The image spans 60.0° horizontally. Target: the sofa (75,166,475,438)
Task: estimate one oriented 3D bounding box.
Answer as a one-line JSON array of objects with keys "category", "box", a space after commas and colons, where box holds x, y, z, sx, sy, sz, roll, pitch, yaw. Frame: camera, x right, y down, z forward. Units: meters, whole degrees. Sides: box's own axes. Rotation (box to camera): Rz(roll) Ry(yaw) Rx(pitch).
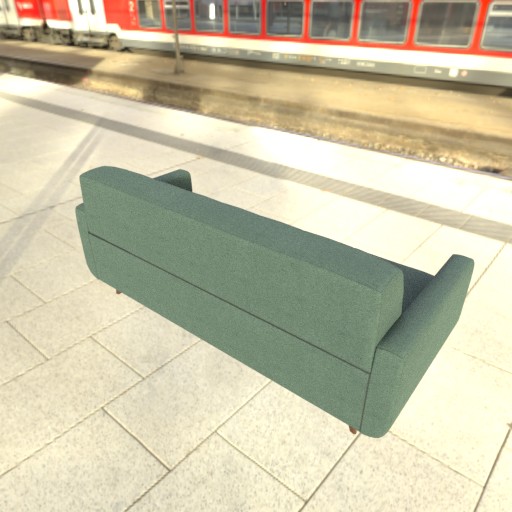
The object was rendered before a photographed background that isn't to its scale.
[{"category": "sofa", "box": [0.000, 0.000, 2.446, 2.029, 0.841, 0.909, 22, 37, 32]}]
